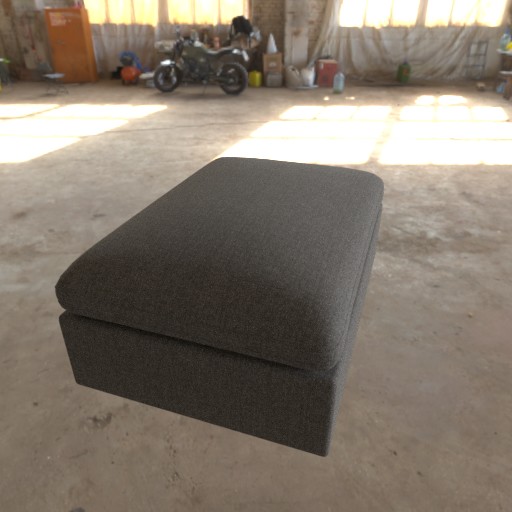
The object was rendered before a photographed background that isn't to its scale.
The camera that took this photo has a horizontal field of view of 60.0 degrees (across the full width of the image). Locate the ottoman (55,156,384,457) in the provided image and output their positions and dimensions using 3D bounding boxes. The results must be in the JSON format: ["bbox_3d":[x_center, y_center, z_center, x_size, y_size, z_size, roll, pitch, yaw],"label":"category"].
[{"bbox_3d":[0.000,0.000,1.453,0.711,0.483,1.041,10,31,17],"label":"ottoman"}]
